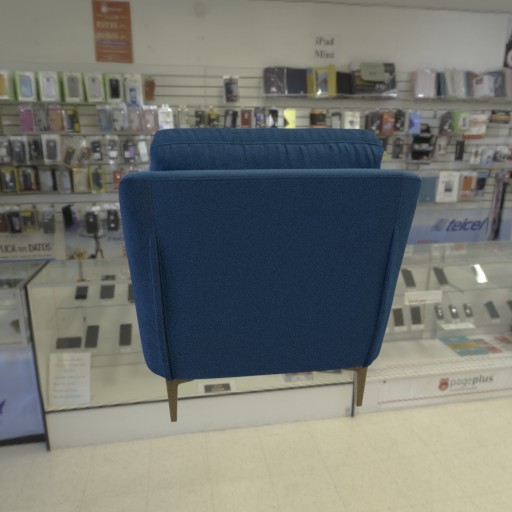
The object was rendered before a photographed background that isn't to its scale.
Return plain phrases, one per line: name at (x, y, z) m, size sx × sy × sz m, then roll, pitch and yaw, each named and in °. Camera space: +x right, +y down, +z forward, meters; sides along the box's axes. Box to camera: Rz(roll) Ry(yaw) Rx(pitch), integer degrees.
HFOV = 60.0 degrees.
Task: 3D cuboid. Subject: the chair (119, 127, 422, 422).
chair at (0.000, 0.000, 1.632) m, size 0.987 × 0.899 × 0.961 m, roll -2°, pitch 15°, yaw -8°
